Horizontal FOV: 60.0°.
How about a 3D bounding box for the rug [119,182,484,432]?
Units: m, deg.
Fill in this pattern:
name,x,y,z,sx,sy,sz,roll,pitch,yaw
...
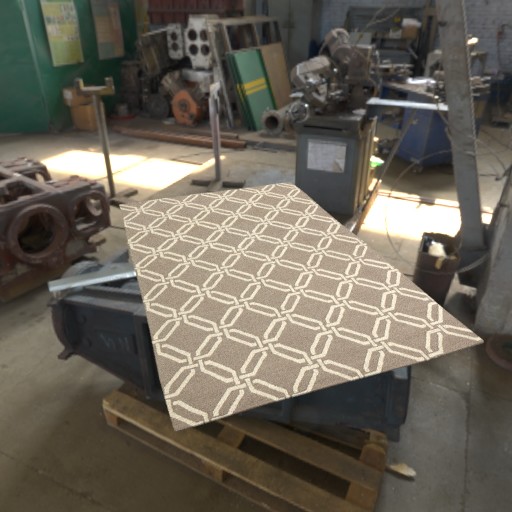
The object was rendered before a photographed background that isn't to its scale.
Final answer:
name,x,y,z,sx,sy,sz,roll,pitch,yaw
rug,0.000,0.000,2.143,1.142,0.010,1.748,-10,32,-17
